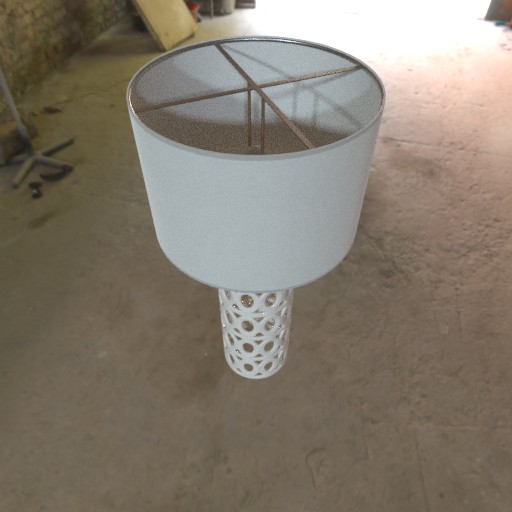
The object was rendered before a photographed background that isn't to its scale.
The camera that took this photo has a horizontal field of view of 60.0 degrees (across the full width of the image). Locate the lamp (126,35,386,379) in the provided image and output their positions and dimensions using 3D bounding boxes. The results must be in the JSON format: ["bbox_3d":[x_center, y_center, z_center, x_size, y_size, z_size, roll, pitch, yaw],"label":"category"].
[{"bbox_3d":[0.000,0.000,0.796,0.324,0.636,0.325,-17,49,-16],"label":"lamp"}]
